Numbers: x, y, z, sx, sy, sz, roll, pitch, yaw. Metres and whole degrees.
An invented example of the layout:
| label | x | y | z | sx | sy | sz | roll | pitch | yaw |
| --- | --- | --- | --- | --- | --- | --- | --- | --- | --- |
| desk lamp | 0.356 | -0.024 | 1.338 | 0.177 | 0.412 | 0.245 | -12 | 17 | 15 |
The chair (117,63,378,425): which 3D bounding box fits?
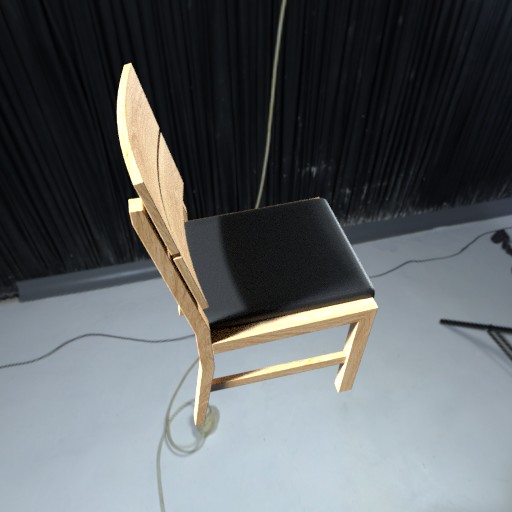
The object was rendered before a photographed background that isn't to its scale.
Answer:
| label | x | y | z | sx | sy | sz | roll | pitch | yaw |
| --- | --- | --- | --- | --- | --- | --- | --- | --- | --- |
| chair | 0.000 | 0.000 | 1.266 | 0.569 | 0.950 | 0.475 | -10 | 47 | -9 |
